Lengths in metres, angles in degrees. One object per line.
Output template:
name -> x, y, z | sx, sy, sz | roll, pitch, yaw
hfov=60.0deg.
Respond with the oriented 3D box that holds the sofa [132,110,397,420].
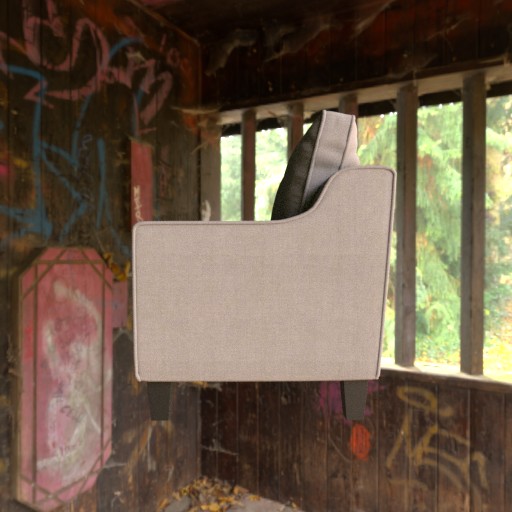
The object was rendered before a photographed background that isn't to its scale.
sofa -> 0.000, 0.000, 1.997 | 0.791, 0.948, 1.500 | 0, 0, 0
